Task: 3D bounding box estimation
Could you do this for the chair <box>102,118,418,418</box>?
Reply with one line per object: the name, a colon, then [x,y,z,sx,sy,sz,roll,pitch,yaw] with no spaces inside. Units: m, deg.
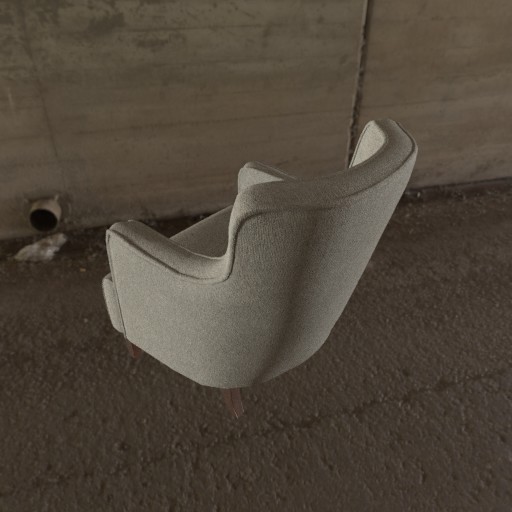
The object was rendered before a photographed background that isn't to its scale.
chair: [0.000,0.000,1.579,0.910,0.920,0.820,23,39,30]
